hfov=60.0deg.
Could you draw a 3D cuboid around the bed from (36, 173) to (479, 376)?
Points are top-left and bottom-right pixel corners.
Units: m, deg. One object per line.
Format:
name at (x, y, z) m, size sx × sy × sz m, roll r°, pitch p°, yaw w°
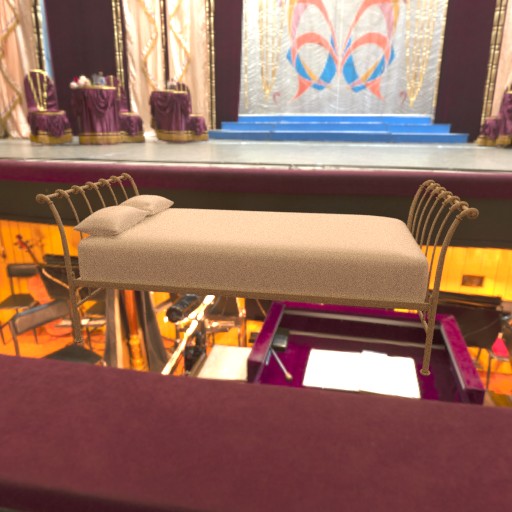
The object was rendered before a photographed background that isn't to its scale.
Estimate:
bed at (0.000, 0.000, 2.780) m, size 2.228 × 0.873 × 1.032 m, roll 3°, pitch 17°, yaw 10°
